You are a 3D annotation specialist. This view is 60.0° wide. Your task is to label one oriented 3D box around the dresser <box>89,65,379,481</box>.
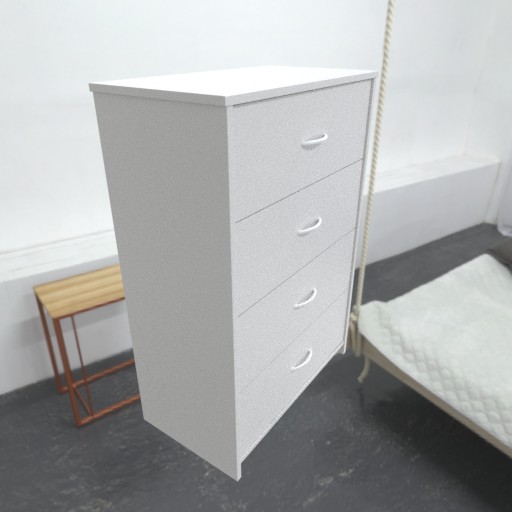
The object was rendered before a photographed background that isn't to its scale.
[{"bbox_3d":[0.000,0.000,1.353,0.401,1.021,0.704,18,32,31],"label":"dresser"}]
